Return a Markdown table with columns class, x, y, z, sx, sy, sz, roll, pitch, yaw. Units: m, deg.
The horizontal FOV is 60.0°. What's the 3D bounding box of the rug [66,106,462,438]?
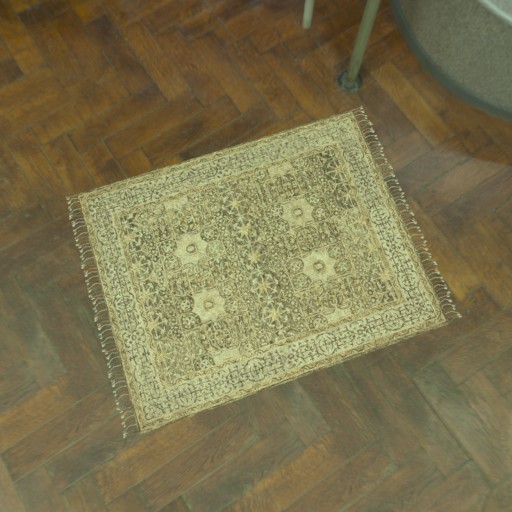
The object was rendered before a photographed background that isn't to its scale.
| class | x | y | z | sx | sy | sz | roll | pitch | yaw |
| --- | --- | --- | --- | --- | --- | --- | --- | --- | --- |
| rug | 0.000 | 0.000 | 4.343 | 3.291 | 0.017 | 2.431 | -18 | 76 | -5 |
